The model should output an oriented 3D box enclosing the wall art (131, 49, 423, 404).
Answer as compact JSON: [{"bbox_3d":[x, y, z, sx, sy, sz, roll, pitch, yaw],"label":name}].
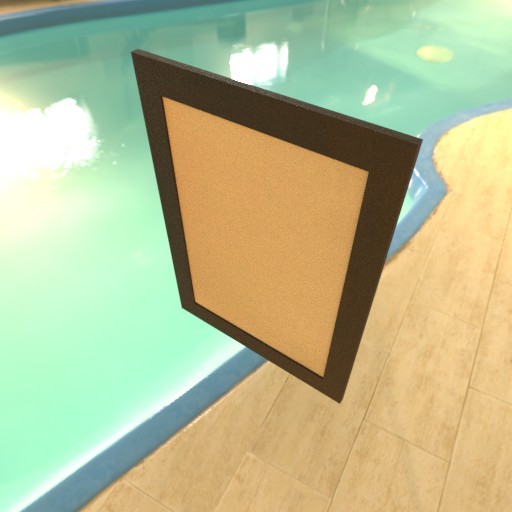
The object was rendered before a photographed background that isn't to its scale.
[{"bbox_3d":[0.000,0.000,0.650,0.359,0.508,0.013,27,52,23],"label":"wall art"}]
